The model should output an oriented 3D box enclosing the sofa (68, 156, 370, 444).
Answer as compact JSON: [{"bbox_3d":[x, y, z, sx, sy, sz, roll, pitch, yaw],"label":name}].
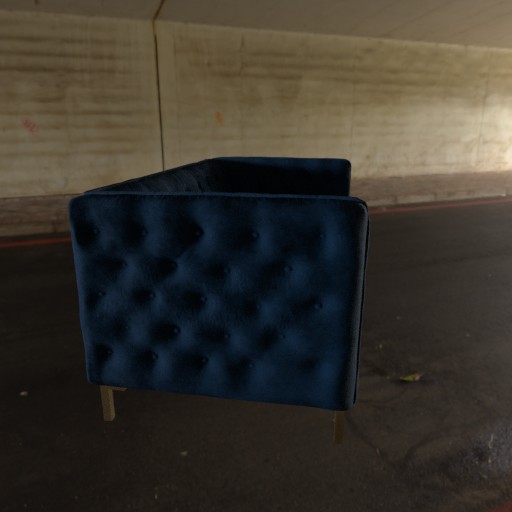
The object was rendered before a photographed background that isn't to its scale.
[{"bbox_3d":[0.000,0.000,2.072,0.909,0.810,1.583,3,17,9],"label":"sofa"}]
